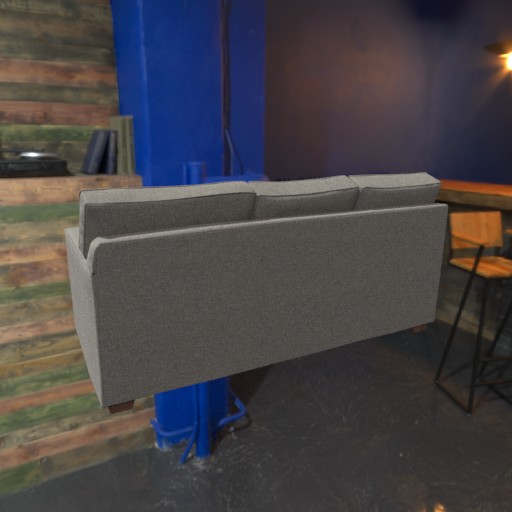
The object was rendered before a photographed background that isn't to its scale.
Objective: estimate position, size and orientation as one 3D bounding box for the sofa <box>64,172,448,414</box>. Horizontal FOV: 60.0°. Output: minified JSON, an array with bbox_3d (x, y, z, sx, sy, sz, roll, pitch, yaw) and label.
[{"bbox_3d":[0.000,0.000,2.577,1.963,0.946,1.034,-8,17,-27],"label":"sofa"}]
